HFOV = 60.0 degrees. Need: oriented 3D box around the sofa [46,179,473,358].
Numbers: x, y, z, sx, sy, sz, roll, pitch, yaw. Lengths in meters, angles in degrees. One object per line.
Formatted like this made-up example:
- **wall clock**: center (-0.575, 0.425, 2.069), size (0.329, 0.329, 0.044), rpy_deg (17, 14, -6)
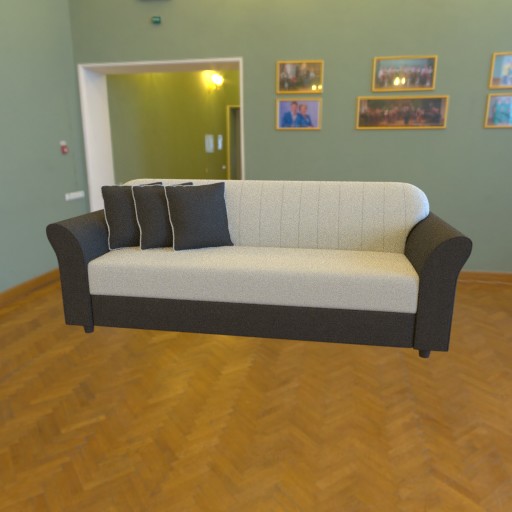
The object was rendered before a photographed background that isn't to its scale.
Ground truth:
- **sofa**: center (0.000, 0.000, 2.450), size (2.001, 0.787, 0.755), rpy_deg (2, 14, 9)
